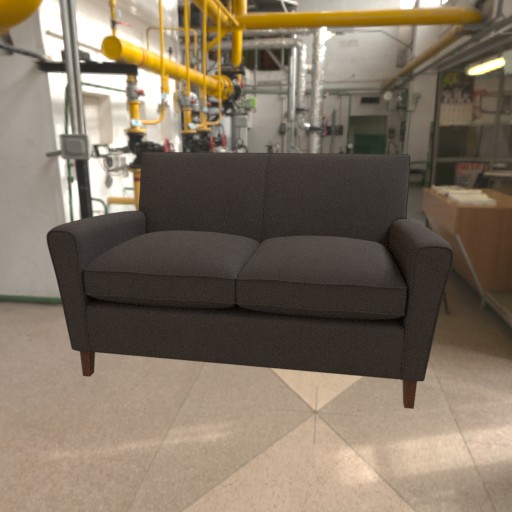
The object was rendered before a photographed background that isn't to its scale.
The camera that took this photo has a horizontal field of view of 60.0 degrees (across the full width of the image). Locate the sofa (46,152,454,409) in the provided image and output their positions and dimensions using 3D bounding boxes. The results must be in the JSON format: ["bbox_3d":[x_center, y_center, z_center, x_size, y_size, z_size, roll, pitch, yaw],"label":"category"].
[{"bbox_3d":[0.000,0.000,1.955,1.420,0.846,0.871,3,16,9],"label":"sofa"}]
